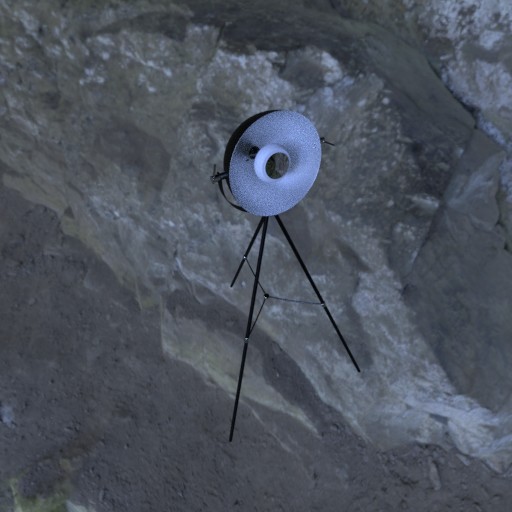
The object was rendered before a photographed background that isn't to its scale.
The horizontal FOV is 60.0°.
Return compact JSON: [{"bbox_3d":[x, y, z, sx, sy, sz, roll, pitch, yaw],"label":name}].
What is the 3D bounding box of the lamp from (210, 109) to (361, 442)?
[{"bbox_3d":[0.000,0.000,2.056,0.817,1.512,0.920,-24,51,-21],"label":"lamp"}]
